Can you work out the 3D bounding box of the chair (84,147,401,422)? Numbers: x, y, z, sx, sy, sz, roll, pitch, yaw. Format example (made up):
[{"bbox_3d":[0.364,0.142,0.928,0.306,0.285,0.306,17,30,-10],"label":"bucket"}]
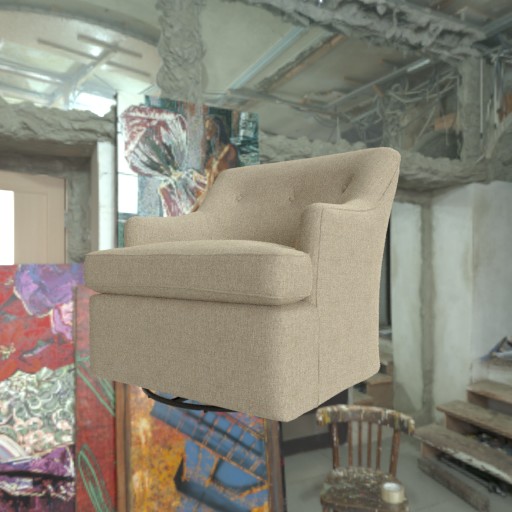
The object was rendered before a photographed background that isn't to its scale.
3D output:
[{"bbox_3d":[0.000,0.000,1.606,0.864,0.856,0.923,0,0,35],"label":"chair"}]
